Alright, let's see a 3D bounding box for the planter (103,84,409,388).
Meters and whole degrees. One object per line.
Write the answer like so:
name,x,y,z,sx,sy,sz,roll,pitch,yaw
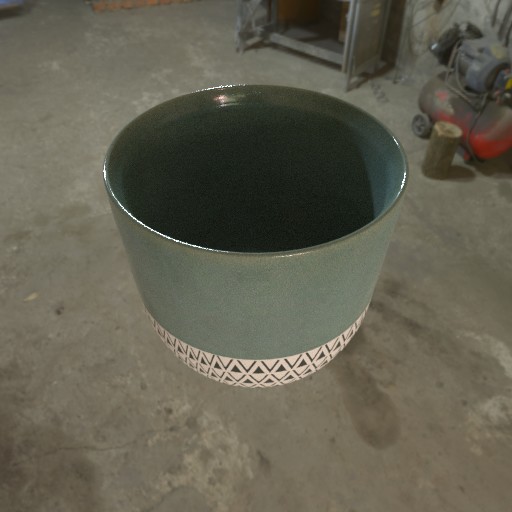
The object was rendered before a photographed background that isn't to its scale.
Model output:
planter,0.000,0.000,0.490,0.266,0.270,0.266,0,46,0
